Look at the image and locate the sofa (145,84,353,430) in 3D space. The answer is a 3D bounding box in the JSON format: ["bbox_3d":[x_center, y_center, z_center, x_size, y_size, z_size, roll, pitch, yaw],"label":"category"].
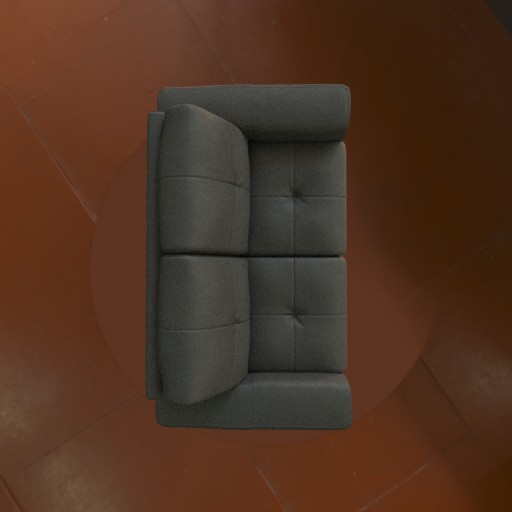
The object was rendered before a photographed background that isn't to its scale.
[{"bbox_3d":[0.000,0.000,2.363,1.018,0.907,1.806,0,89,1],"label":"sofa"}]
